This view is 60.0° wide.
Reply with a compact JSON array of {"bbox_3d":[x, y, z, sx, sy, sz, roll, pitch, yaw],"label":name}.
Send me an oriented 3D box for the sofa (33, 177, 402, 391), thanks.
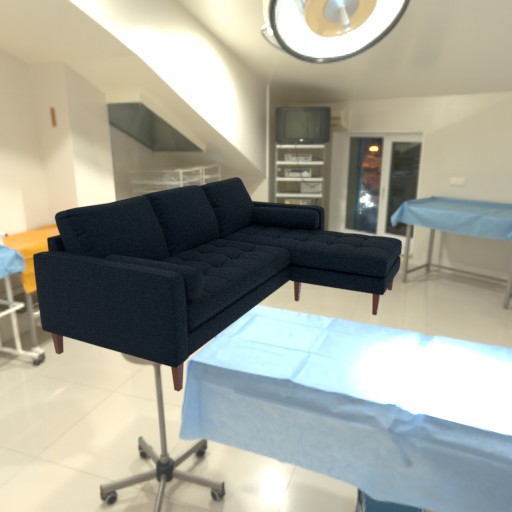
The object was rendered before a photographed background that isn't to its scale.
[{"bbox_3d":[0.000,0.000,2.984,1.613,0.841,2.185,8,18,26],"label":"sofa"}]
